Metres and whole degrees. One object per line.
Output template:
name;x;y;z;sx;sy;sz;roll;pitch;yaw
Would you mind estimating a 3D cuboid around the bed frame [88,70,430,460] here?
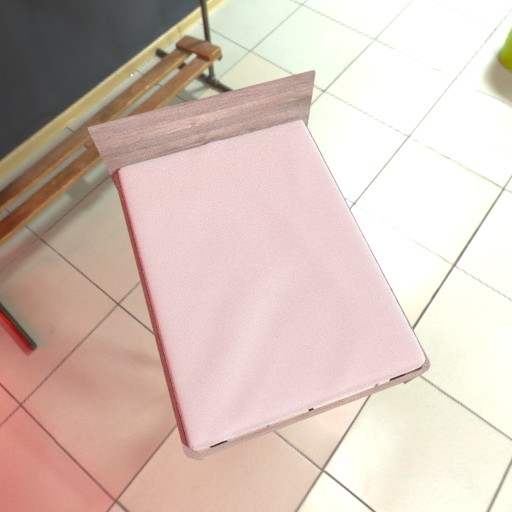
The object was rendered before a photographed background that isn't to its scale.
bed frame;0.000;0.000;2.754;1.490;0.800;1.950;-17;65;-8
